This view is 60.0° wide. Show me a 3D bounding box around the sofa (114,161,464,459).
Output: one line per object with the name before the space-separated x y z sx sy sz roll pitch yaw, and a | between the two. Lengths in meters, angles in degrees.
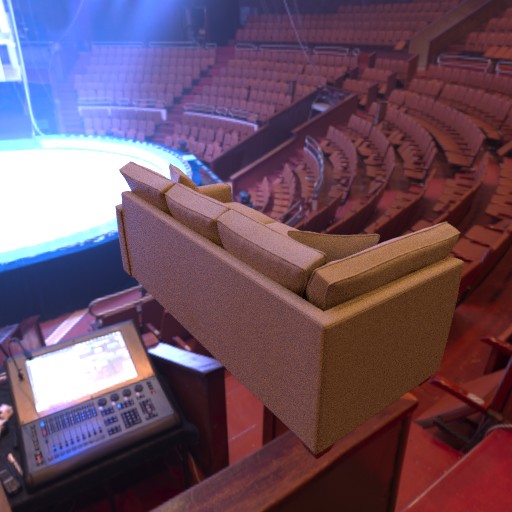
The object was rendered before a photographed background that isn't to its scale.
sofa | 0.000 0.000 2.940 1.061 0.962 2.317 -17 31 -32
